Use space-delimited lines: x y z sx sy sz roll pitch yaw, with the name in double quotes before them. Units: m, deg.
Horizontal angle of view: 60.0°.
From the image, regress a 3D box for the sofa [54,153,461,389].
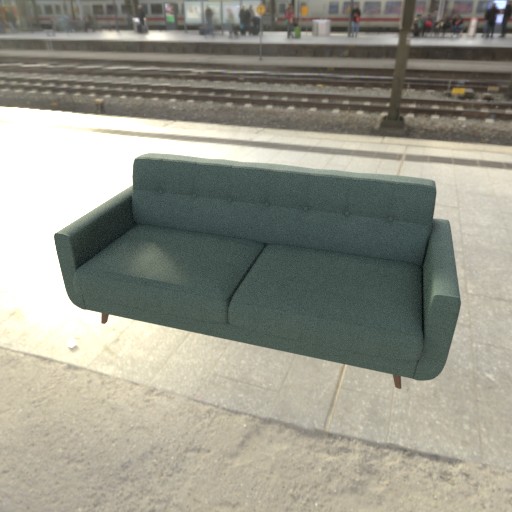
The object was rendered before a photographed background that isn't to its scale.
"sofa" 0.000 0.000 2.487 2.029 0.841 0.909 9 30 16
